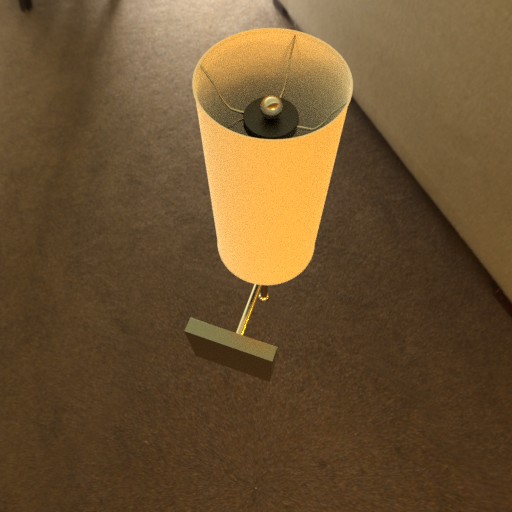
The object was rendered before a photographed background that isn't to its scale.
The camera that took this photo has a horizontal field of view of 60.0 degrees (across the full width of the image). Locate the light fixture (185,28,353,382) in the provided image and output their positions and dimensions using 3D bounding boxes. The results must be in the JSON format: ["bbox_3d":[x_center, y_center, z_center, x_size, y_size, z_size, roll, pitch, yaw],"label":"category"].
[{"bbox_3d":[0.000,0.000,0.540,0.128,0.462,0.208,17,64,9],"label":"light fixture"}]
